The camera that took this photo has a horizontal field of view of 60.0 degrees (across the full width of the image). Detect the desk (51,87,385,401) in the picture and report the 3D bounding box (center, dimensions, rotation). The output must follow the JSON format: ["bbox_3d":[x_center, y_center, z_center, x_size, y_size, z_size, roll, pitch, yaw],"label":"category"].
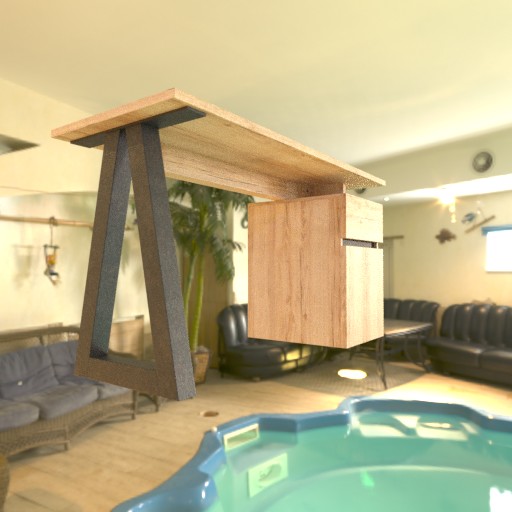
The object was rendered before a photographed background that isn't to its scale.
[{"bbox_3d":[0.000,0.000,1.767,0.550,0.760,1.400,-1,-2,36],"label":"desk"}]
